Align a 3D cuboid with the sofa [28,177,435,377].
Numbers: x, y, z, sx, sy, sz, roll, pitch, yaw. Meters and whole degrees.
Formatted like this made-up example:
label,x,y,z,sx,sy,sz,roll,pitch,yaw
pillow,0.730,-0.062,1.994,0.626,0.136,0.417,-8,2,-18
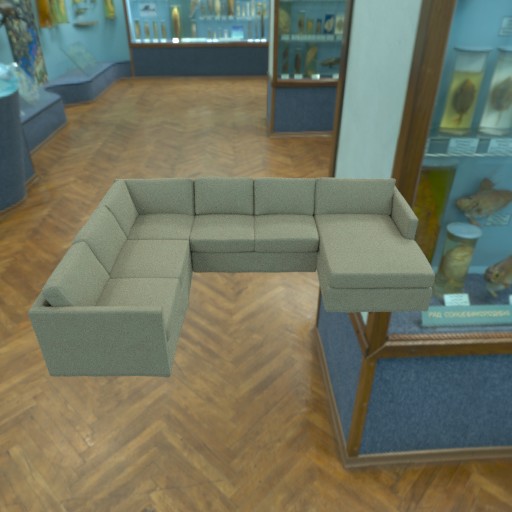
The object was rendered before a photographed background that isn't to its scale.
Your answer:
label,x,y,z,sx,sy,sz,roll,pitch,yaw
sofa,0.000,0.000,4.486,3.460,0.882,2.427,0,32,0
